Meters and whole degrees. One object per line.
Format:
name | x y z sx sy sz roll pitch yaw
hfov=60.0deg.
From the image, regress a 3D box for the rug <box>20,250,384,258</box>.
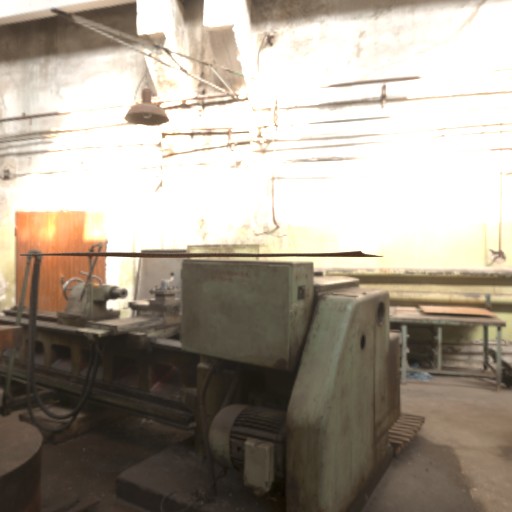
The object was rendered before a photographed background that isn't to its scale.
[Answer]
rug | 0.000 0.000 2.293 1.220 0.017 1.835 0 0 18
